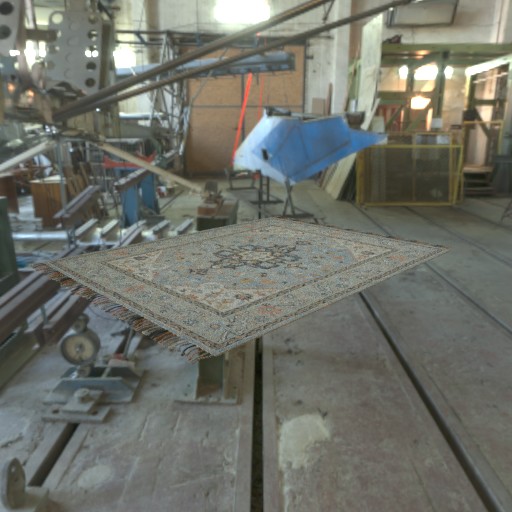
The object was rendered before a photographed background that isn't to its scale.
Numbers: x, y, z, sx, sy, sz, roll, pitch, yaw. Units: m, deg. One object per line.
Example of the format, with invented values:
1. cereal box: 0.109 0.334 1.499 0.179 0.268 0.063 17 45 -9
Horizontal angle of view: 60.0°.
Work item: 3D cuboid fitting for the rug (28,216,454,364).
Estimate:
1. rug: 0.000 0.000 4.093 3.221 0.011 2.379 -15 22 -43
